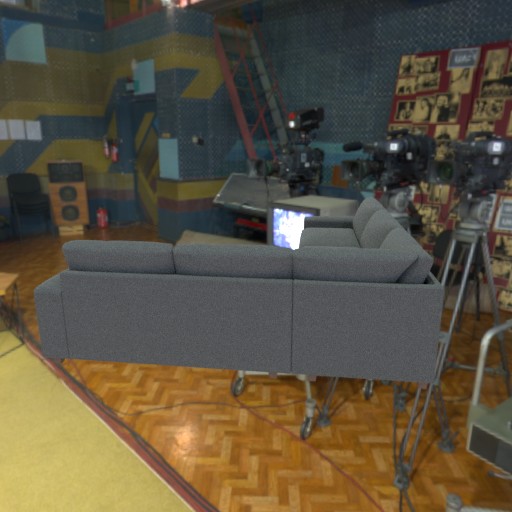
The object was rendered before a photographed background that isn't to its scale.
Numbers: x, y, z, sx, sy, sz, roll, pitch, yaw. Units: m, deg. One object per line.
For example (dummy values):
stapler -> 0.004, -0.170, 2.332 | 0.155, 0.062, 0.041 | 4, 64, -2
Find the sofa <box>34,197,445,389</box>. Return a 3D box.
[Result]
sofa -> 0.000, 0.000, 4.683 | 2.895, 0.965, 3.277 | 2, 15, 7
